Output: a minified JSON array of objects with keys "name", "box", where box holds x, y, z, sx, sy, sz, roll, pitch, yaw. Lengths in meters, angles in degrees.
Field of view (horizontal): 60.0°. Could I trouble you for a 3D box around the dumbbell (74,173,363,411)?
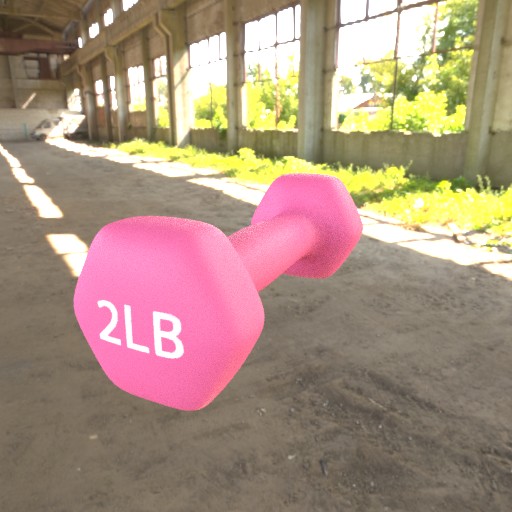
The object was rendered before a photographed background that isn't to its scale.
[{"name":"dumbbell","box":[0.000,0.000,0.177,0.058,0.053,0.146,8,19,25]}]
